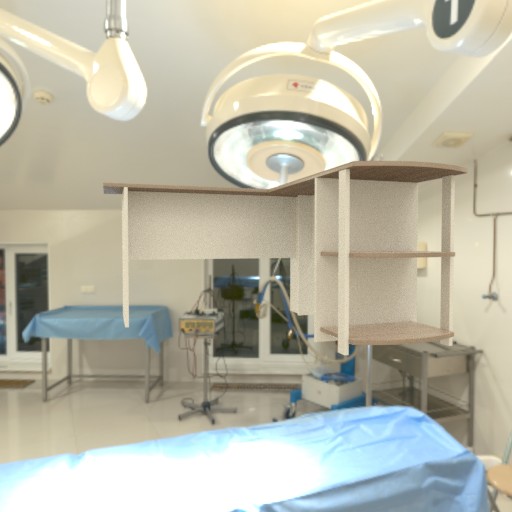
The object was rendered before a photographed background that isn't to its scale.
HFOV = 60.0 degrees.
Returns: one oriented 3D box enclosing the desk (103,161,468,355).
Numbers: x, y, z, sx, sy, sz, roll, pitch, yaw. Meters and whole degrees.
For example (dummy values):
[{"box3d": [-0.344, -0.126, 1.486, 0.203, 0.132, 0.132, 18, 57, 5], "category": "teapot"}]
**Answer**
[{"box3d": [0.000, 0.000, 2.090, 1.361, 0.716, 1.303, -1, 2, -18], "category": "desk"}]
